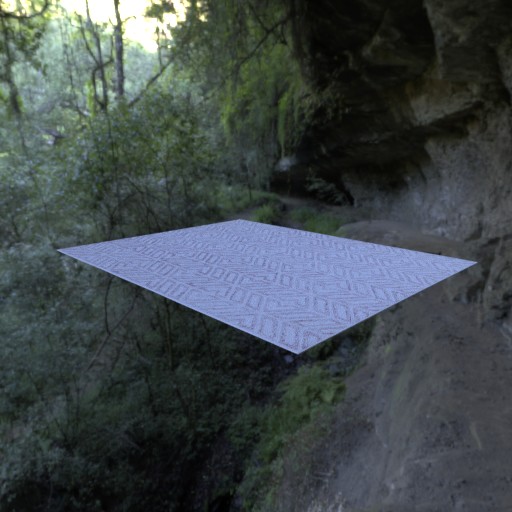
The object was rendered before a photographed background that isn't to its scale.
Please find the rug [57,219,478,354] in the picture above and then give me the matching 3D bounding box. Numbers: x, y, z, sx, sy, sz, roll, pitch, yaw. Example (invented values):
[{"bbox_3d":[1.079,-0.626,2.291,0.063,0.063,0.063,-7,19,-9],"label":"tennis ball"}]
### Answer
[{"bbox_3d":[0.000,0.000,4.073,2.421,0.008,3.045,-14,20,-43],"label":"rug"}]
